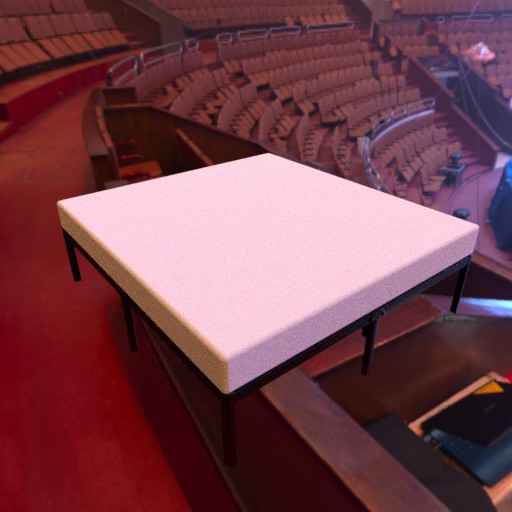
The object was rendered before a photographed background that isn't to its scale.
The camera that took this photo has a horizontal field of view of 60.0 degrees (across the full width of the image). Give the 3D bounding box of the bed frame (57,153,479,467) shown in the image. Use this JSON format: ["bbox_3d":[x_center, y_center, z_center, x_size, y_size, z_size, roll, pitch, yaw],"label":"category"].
[{"bbox_3d":[0.000,0.000,3.089,1.963,0.659,2.079,-21,35,-33],"label":"bed frame"}]
